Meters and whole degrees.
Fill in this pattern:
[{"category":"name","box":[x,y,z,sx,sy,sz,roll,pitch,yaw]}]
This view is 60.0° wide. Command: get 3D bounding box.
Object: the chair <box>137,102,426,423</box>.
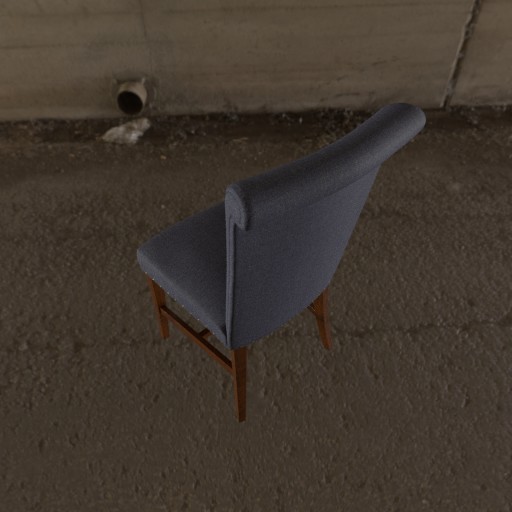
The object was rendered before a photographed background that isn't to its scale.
[{"category":"chair","box":[0.000,0.000,1.327,0.513,0.988,0.608,-32,53,-27]}]
